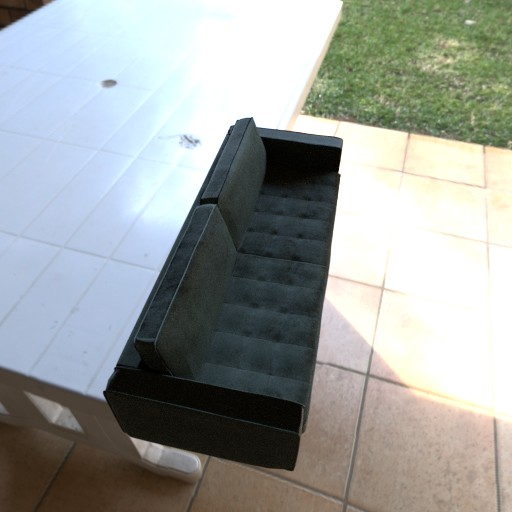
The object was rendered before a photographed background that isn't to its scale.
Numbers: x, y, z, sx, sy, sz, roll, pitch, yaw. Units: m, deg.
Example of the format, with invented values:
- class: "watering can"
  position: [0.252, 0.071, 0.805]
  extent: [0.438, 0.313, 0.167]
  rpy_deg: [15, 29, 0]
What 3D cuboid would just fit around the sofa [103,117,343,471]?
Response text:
- class: "sofa"
  position: [0.000, 0.000, 2.669]
  extent: [0.886, 0.781, 2.214]
  rpy_deg: [9, 48, 8]
